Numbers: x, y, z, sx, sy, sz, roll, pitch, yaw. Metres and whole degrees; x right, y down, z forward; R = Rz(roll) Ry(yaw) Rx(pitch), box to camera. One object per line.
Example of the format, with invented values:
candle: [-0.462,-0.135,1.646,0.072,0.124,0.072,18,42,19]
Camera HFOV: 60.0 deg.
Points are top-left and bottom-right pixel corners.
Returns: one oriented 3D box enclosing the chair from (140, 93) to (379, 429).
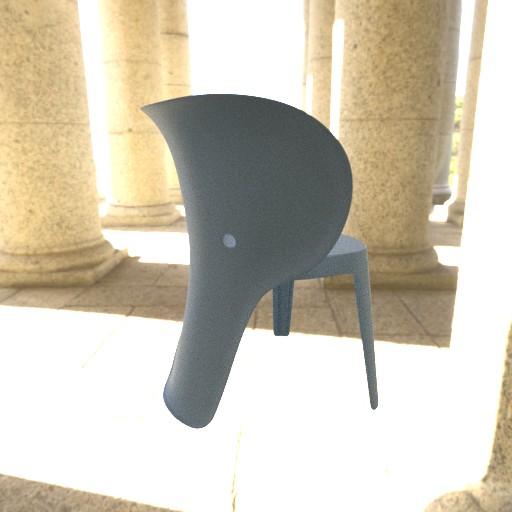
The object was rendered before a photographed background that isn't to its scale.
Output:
chair: [0.000,0.000,0.863,0.402,0.554,0.451,-7,16,-26]
